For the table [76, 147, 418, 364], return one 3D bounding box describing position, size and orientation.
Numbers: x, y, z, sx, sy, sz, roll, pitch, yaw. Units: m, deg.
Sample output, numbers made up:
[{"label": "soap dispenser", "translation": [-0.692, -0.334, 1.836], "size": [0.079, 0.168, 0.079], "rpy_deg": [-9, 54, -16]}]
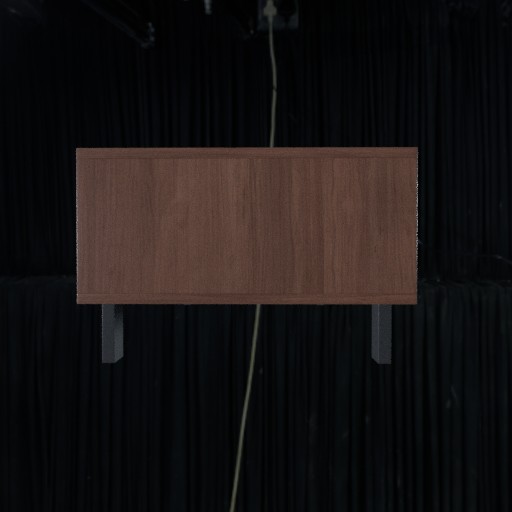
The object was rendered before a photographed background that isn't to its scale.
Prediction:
[{"label": "table", "translation": [0.000, 0.000, 1.263], "size": [0.600, 0.380, 1.020], "rpy_deg": [0, 1, 1]}]
